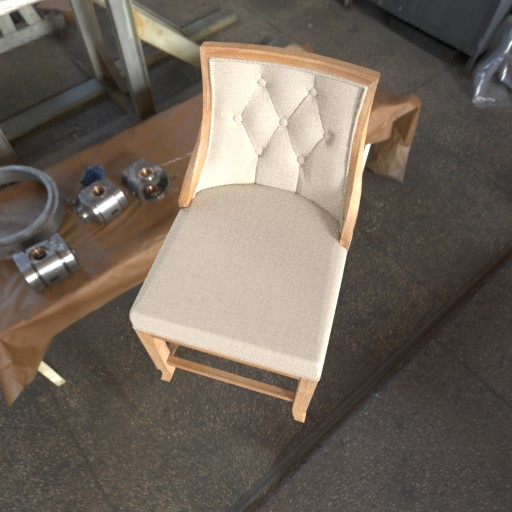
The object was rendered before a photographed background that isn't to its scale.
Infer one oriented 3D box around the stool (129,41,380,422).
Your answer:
[{"bbox_3d":[0.000,0.000,1.309,0.524,0.938,0.626,14,59,9],"label":"stool"}]
